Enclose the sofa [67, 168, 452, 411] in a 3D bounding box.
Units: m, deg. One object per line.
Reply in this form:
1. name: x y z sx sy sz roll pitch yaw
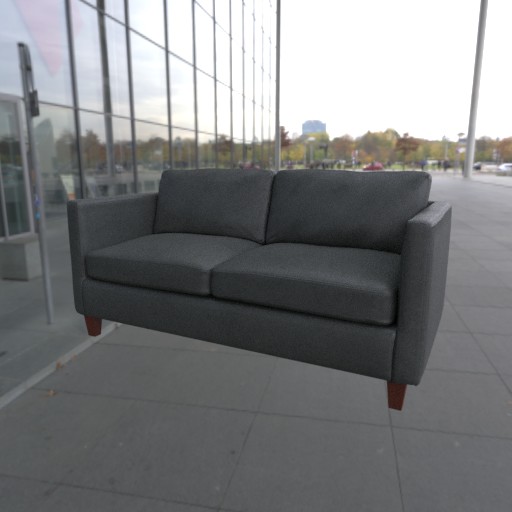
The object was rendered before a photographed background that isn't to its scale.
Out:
1. sofa: 0.000 0.000 2.422 1.883 0.933 0.951 6 13 27
